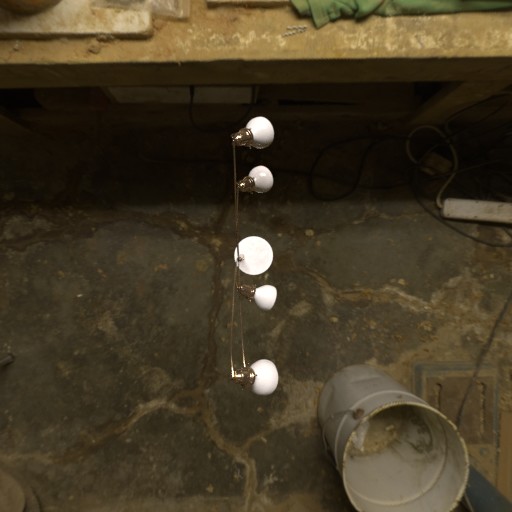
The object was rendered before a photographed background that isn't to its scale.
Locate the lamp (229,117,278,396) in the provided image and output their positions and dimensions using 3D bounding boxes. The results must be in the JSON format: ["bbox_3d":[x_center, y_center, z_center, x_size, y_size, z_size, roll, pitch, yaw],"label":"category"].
[{"bbox_3d":[0.000,0.000,2.998,0.361,2.423,1.405,0,92,-1],"label":"lamp"}]
